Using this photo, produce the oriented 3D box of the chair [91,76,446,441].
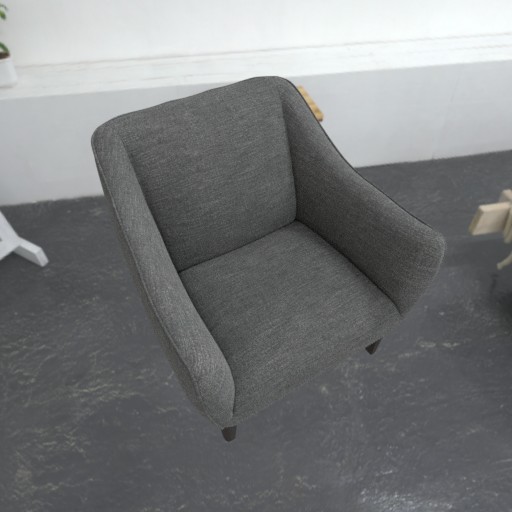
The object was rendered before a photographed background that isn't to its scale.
[{"bbox_3d":[0.000,0.000,1.533,0.870,0.829,0.851,-24,52,-21],"label":"chair"}]
